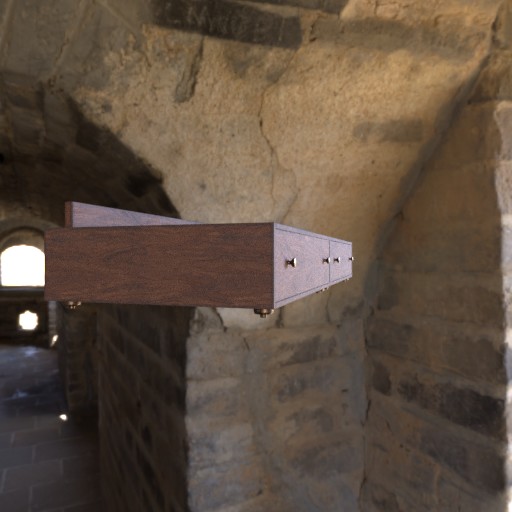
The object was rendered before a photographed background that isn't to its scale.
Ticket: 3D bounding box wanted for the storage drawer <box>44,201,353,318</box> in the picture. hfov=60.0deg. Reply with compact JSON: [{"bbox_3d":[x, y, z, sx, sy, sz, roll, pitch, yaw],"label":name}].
[{"bbox_3d":[0.000,0.000,2.183,0.774,0.339,1.914,0,0,18],"label":"storage drawer"}]
